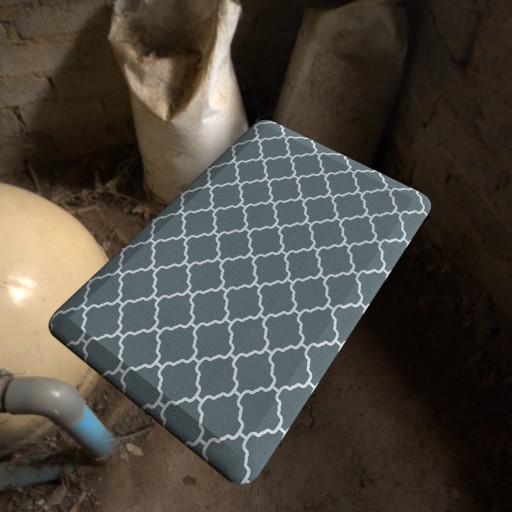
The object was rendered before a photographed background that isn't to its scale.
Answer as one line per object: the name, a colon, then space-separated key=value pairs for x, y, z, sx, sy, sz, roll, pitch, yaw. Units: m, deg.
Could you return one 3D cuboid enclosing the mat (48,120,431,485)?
mat: x=0.000 y=0.000 z=0.961 sx=0.508 sy=0.021 sz=0.762 roll=31 pitch=63 yaw=18
